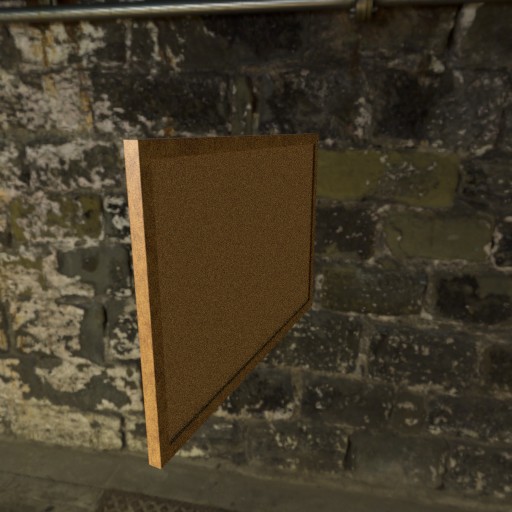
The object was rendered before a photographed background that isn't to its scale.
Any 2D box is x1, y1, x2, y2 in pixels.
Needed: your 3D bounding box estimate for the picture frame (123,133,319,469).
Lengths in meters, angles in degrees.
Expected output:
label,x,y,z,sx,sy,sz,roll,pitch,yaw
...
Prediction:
label,x,y,z,sx,sy,sz,roll,pitch,yaw
picture frame,0.000,0.000,1.183,0.029,0.621,0.922,7,18,24
